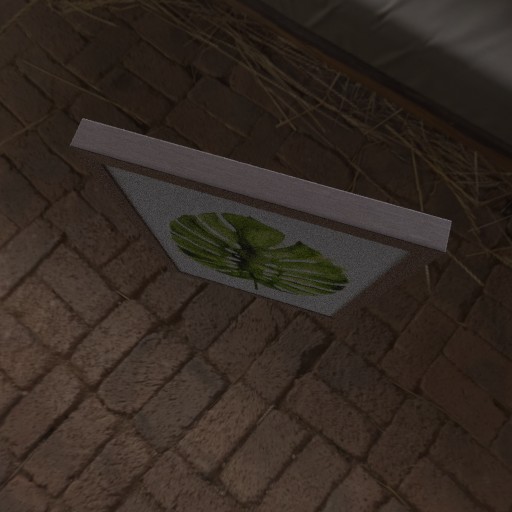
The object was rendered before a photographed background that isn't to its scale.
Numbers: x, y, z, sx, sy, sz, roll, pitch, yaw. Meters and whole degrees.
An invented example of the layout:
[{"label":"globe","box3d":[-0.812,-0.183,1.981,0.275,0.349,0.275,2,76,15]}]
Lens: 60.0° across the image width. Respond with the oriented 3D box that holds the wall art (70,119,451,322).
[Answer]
[{"label":"wall art","box3d":[0.000,0.000,0.654,0.358,0.510,0.032,16,75,4]}]
